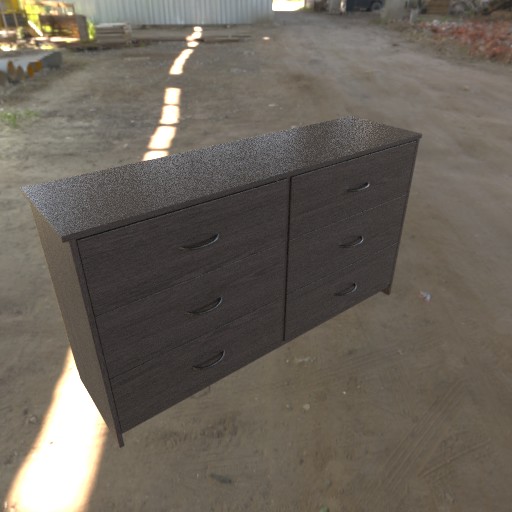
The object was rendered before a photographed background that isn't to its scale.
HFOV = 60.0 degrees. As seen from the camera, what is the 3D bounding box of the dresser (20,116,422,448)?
[{"bbox_3d":[0.000,0.000,1.654,1.360,0.755,0.401,-22,37,-32],"label":"dresser"}]
